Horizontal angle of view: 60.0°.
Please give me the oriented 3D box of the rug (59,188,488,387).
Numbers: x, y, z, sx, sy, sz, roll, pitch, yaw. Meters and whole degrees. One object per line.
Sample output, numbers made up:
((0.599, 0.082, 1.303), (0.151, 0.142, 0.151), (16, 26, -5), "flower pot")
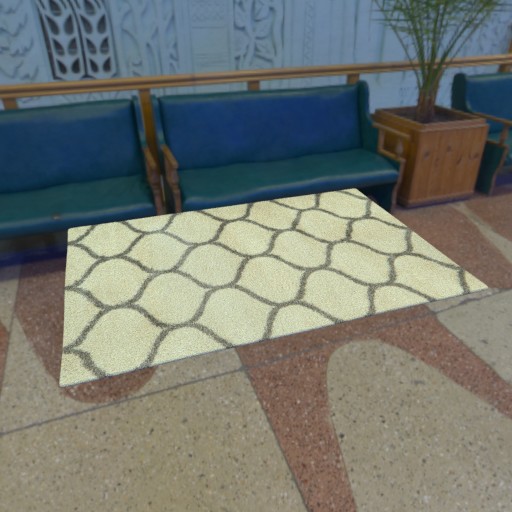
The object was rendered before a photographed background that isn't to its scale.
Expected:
((0.000, 0.000, 3.335), (2.701, 0.026, 1.801), (-10, 33, -16), "rug")
